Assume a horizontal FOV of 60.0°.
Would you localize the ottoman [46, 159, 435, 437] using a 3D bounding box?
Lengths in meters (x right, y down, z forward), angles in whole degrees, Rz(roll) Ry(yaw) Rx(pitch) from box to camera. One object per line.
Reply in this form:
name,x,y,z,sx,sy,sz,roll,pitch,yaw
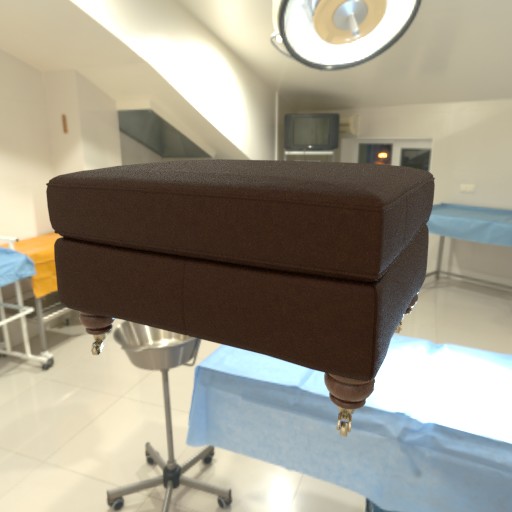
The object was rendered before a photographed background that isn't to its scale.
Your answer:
ottoman,0.000,0.000,1.760,1.187,0.730,0.967,8,17,27
